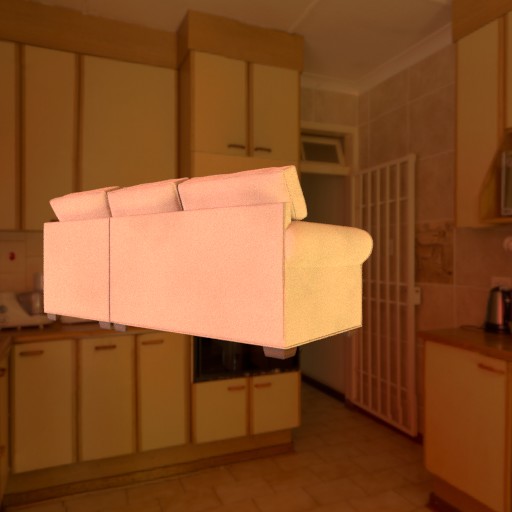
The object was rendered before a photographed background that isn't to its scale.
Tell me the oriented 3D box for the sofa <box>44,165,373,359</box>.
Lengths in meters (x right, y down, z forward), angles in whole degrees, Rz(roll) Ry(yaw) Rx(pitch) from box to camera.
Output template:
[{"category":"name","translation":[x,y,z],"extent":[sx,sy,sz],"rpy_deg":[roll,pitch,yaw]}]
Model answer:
[{"category":"sofa","translation":[0.000,0.000,3.942],"extent":[2.487,1.053,2.562],"rpy_deg":[0,0,37]}]
